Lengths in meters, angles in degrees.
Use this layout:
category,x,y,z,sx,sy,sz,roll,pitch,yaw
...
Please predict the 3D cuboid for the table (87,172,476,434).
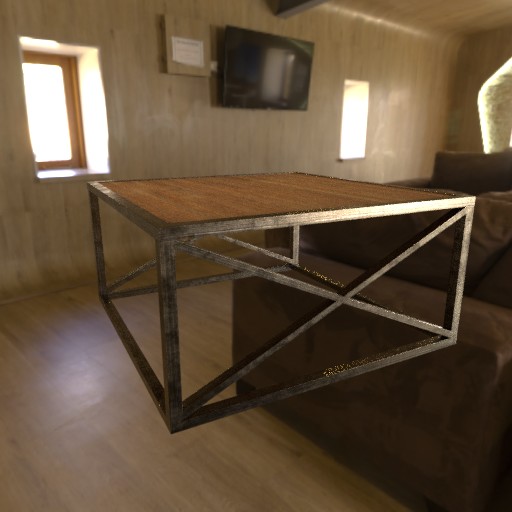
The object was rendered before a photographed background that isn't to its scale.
category,x,y,z,sx,sy,sz,roll,pitch,yaw
table,0.000,0.000,1.475,0.899,0.451,0.909,-8,18,-27
